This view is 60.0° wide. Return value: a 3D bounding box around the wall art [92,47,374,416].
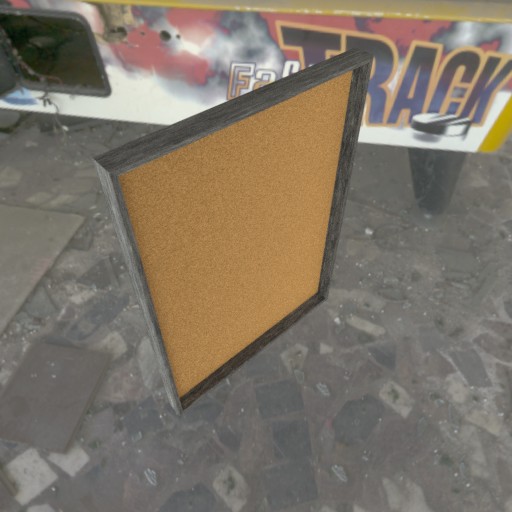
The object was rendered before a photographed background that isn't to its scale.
[{"bbox_3d":[0.000,0.000,1.349,0.762,1.016,0.063,-33,55,-27],"label":"wall art"}]
